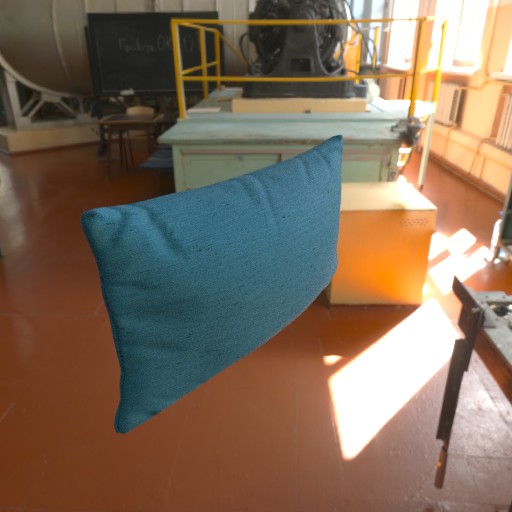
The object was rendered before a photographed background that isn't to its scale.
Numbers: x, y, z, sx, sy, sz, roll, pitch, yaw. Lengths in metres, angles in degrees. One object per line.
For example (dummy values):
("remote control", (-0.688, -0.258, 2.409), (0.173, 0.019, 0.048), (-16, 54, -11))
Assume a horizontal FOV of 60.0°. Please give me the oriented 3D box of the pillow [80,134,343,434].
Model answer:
("pillow", (0.000, 0.000, 0.787), (0.210, 0.338, 0.633), (17, 30, 33))
